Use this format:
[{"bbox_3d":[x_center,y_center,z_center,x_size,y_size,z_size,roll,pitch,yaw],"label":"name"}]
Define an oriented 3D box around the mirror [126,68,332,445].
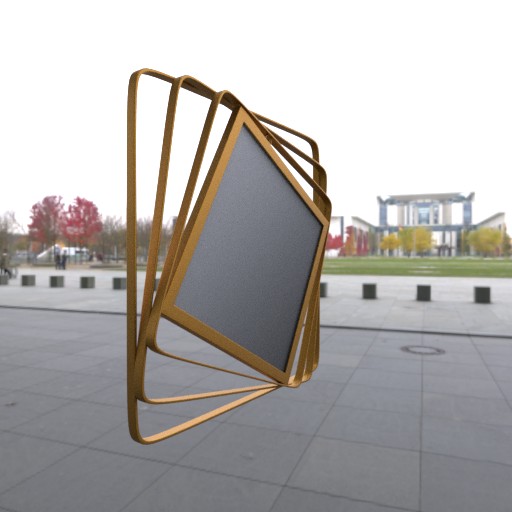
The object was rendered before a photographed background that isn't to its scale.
[{"bbox_3d":[0.000,0.000,0.704,0.045,0.468,0.470,0,0,36],"label":"mirror"}]
